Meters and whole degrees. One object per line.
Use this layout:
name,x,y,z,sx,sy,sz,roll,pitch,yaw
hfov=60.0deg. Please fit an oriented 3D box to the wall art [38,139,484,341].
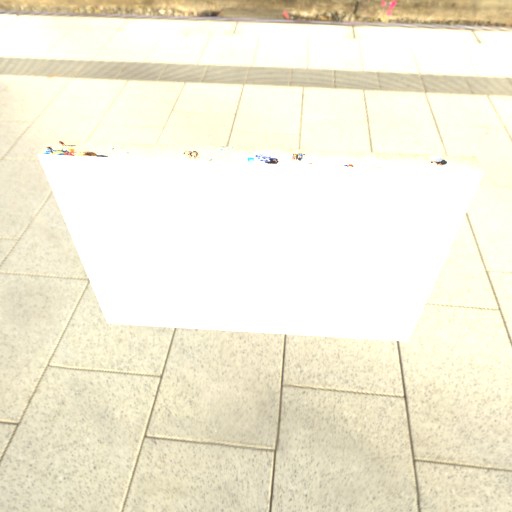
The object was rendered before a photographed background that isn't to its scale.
wall art,0.000,0.000,1.118,0.894,0.595,0.057,3,46,3
